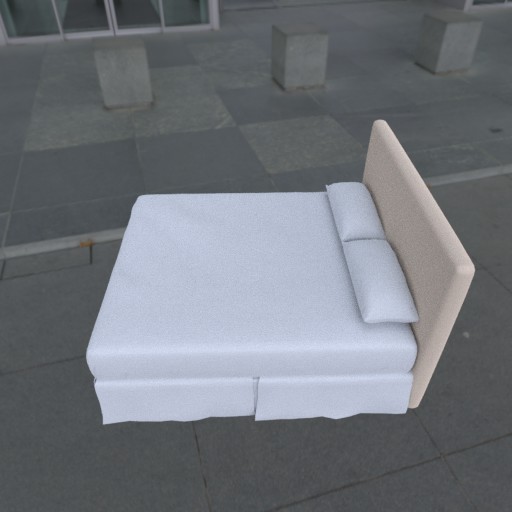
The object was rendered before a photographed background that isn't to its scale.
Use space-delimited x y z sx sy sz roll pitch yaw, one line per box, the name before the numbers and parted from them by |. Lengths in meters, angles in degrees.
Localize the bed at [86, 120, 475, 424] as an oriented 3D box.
bed | 0.000 0.000 3.242 2.142 1.330 1.884 -1 40 -1
